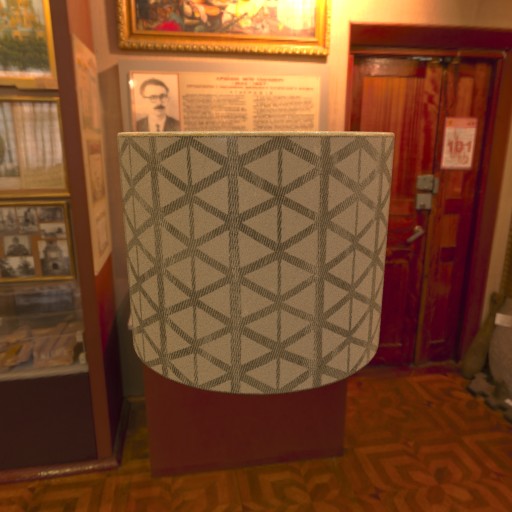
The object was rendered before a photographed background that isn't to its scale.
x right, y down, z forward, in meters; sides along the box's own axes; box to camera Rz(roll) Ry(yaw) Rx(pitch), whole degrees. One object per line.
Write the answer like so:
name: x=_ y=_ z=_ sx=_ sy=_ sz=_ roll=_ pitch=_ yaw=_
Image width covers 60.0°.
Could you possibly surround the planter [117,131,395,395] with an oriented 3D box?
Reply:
planter: x=0.000 y=0.000 z=0.340 sx=0.190 sy=0.181 sz=0.190 roll=0 pitch=15 yaw=0
